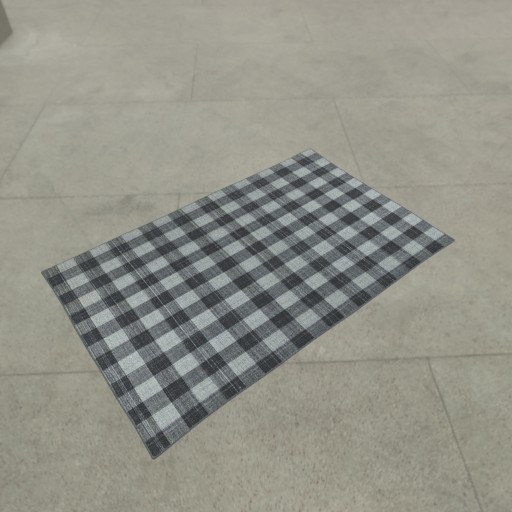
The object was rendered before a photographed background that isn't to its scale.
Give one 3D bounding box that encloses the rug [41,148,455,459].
[{"bbox_3d":[0.000,0.000,3.093,2.476,0.011,1.554,-29,53,-25],"label":"rug"}]
